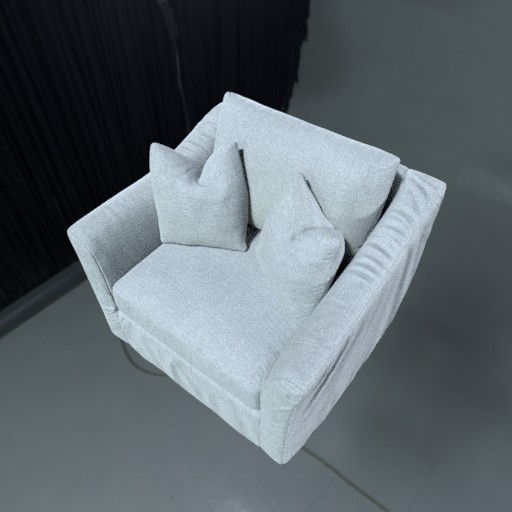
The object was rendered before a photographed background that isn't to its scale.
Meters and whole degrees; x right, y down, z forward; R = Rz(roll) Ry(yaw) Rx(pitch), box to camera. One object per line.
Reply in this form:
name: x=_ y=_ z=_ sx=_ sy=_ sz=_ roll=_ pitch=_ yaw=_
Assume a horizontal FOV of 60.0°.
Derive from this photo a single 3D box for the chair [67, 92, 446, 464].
chair: x=0.000 y=0.000 z=2.014 sx=1.194 sy=1.059 sz=1.071 roll=29 pitch=53 yaw=25
